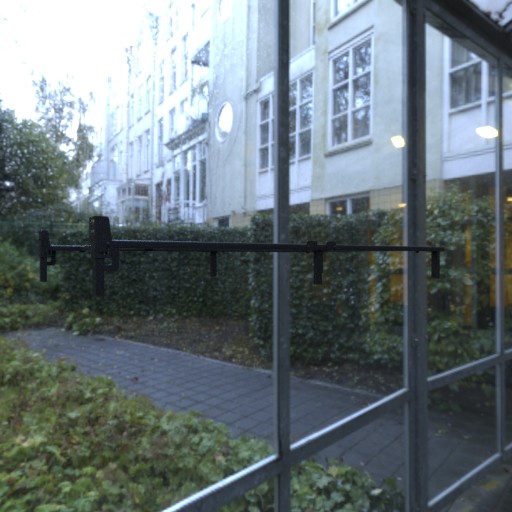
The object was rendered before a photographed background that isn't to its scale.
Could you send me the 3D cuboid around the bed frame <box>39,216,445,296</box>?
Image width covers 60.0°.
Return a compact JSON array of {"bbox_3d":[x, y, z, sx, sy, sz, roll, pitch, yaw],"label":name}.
[{"bbox_3d":[0.000,0.000,2.304,1.897,0.248,0.968,0,0,-35],"label":"bed frame"}]
